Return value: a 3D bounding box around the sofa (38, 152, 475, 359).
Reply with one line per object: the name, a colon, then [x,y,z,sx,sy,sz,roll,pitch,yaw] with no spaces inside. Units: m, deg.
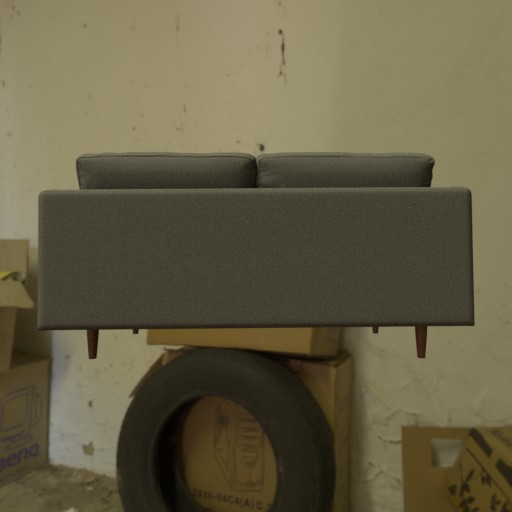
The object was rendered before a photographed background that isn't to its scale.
sofa: [0.000,0.000,2.181,1.713,0.866,0.940,0,-1,-1]
